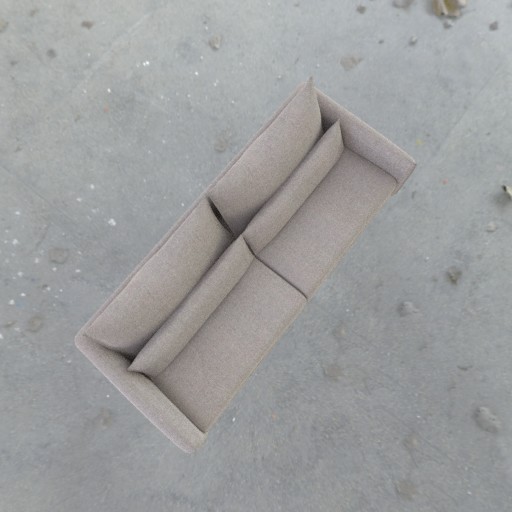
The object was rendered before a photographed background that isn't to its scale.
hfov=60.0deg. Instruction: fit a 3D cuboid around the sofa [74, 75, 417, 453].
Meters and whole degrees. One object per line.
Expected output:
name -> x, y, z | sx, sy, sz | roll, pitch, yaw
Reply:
sofa -> 0.000, 0.000, 2.477 | 0.809, 0.833, 2.022 | 38, 78, 9
